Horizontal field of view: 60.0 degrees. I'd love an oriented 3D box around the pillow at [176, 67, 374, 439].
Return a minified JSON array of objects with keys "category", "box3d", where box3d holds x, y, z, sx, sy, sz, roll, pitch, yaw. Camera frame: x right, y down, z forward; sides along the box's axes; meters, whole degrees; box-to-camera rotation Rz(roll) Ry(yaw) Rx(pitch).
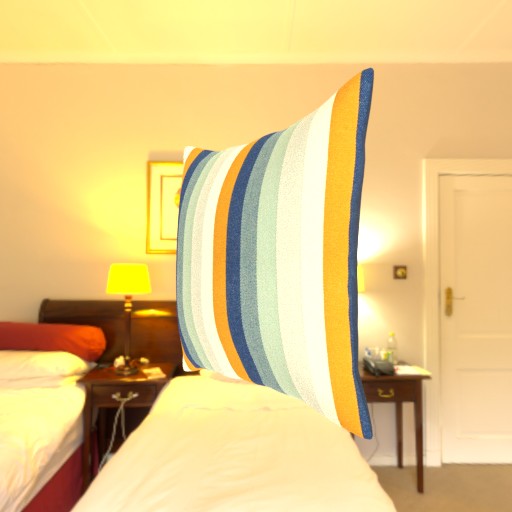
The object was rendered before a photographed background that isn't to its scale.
[{"category":"pillow","box3d":[0.000,0.000,0.719,0.173,0.454,0.463,1,-2,-38]}]
